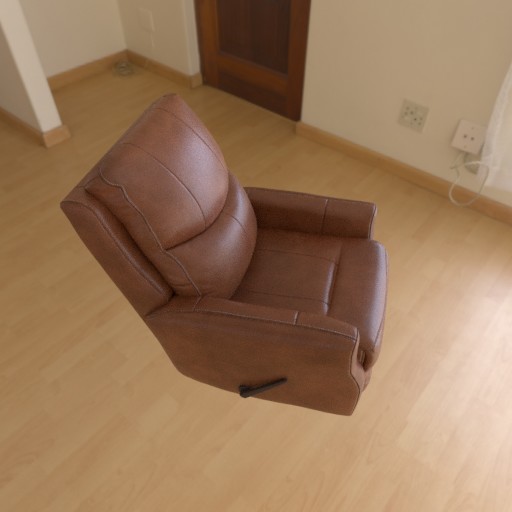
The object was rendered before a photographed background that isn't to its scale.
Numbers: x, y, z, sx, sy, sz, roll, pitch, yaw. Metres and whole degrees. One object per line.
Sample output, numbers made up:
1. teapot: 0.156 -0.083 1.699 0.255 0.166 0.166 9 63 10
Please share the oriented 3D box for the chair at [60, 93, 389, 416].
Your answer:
1. chair: 0.000 0.000 1.749 1.072 1.016 0.821 11 47 11
